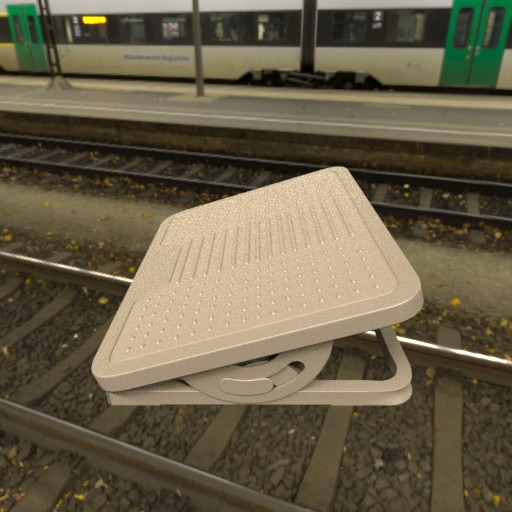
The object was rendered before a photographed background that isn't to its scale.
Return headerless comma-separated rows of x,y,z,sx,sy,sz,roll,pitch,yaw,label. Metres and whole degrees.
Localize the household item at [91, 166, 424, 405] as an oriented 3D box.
0.000,0.000,0.543,0.301,0.126,0.390,0,27,0,household item
